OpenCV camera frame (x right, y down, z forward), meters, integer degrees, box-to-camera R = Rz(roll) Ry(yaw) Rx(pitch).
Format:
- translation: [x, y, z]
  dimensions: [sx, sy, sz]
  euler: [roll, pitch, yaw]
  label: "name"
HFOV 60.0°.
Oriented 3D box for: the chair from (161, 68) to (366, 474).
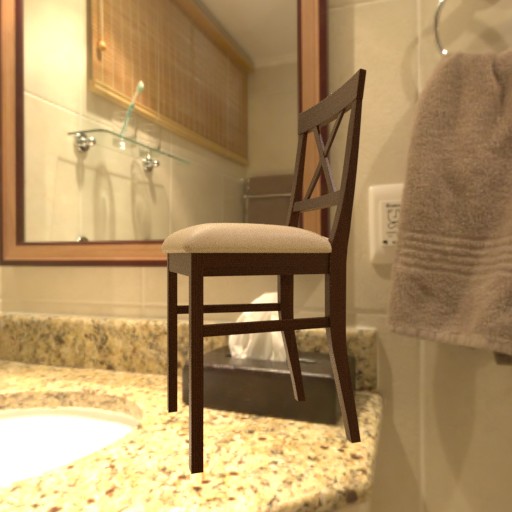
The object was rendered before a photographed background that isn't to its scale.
- translation: [0.000, 0.000, 1.184]
  dimensions: [0.480, 0.913, 0.440]
  euler: [0, 0, -18]
  label: "chair"
